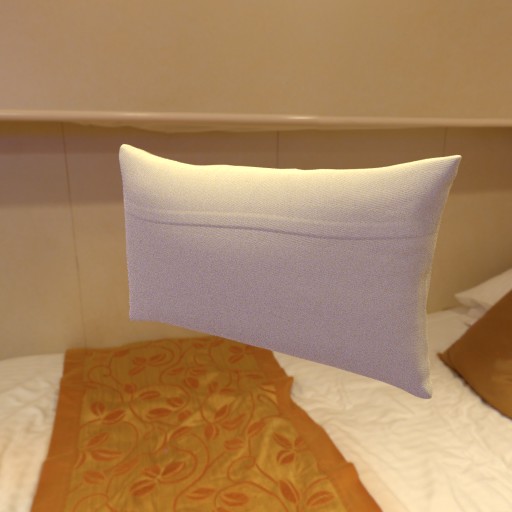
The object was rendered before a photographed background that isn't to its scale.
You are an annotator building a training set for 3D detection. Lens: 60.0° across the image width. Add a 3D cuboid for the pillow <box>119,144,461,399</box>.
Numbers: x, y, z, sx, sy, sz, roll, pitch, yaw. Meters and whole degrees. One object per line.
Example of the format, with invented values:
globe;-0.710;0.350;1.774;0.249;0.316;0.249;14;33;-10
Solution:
pillow;0.000;0.000;0.634;0.506;0.305;0.139;8;17;28
